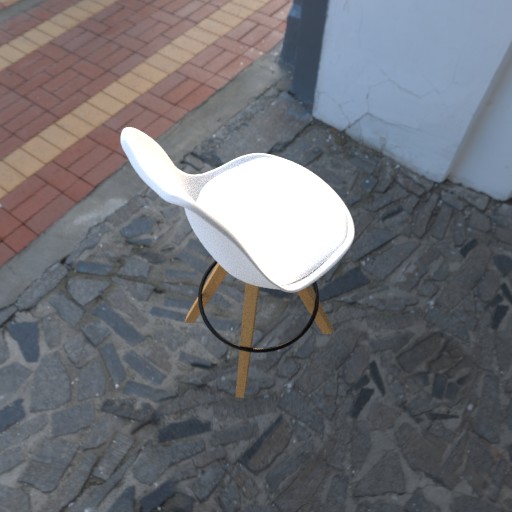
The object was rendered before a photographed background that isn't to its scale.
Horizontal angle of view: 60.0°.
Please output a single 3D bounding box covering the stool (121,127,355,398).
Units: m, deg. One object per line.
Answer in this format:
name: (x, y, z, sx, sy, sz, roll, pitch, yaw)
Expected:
stool: (0.000, 0.000, 1.388, 0.549, 1.115, 0.482, -31, 63, -18)
